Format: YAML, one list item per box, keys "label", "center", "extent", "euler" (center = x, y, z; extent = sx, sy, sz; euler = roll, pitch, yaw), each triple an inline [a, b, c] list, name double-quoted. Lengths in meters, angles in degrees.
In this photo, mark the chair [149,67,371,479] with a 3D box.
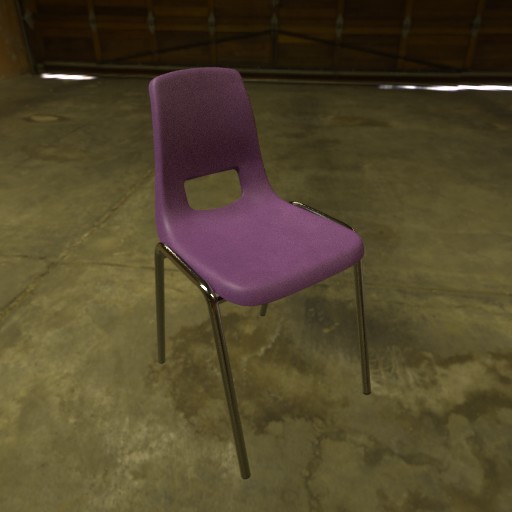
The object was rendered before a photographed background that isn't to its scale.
- label: "chair"
  center: [0.000, 0.000, 0.947]
  extent: [0.381, 0.704, 0.432]
  euler: [-21, 36, -31]
